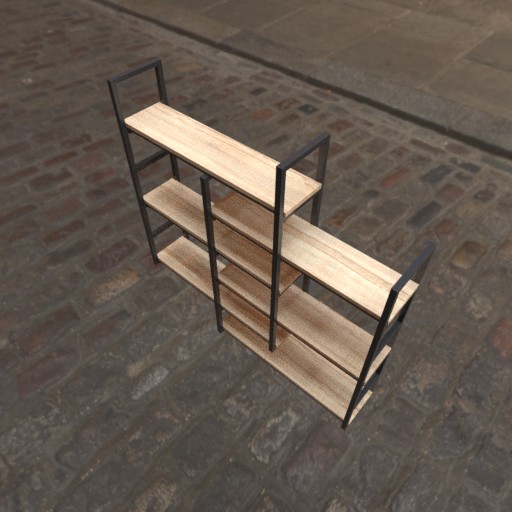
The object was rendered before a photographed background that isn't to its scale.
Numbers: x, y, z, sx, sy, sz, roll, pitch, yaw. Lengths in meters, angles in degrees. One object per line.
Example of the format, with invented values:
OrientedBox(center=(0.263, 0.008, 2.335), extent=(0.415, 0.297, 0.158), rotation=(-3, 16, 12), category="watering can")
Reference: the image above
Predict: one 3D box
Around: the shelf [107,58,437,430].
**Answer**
OrientedBox(center=(0.000, 0.000, 1.401), extent=(0.946, 0.921, 0.183), rotation=(33, 55, 26), category="shelf")
